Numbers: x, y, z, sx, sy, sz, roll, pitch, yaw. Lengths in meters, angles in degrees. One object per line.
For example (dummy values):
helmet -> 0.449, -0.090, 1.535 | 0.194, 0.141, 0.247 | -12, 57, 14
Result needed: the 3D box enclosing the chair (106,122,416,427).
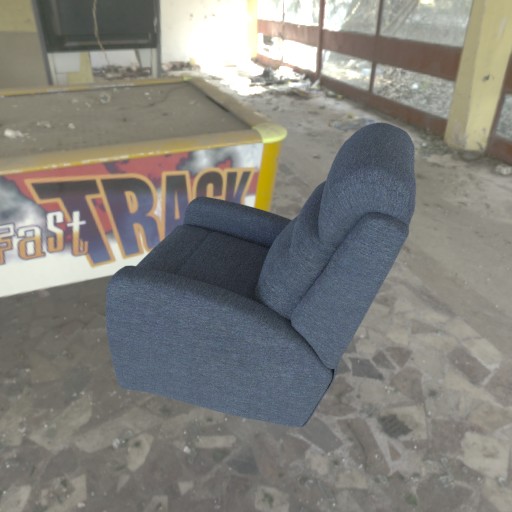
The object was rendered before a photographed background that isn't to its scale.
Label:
chair -> 0.000, 0.000, 1.726 | 1.043, 1.013, 0.798 | 9, 32, 14
